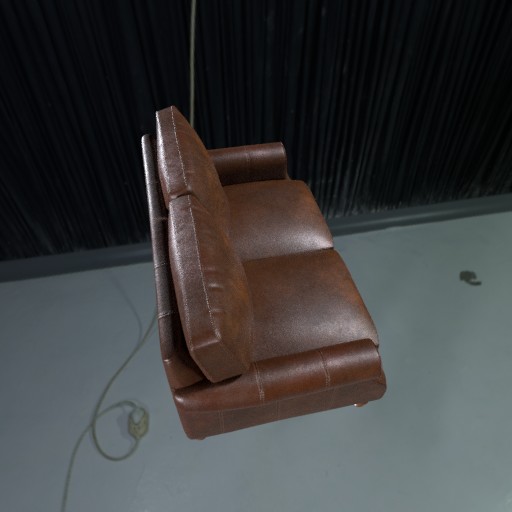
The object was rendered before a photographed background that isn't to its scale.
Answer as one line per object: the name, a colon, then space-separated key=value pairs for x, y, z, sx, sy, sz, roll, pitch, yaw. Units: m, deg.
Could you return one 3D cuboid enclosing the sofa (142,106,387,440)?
sofa: x=0.000 y=0.000 z=2.286 sx=0.990 sy=0.976 sz=1.616 roll=-9 pitch=49 yaw=-8
